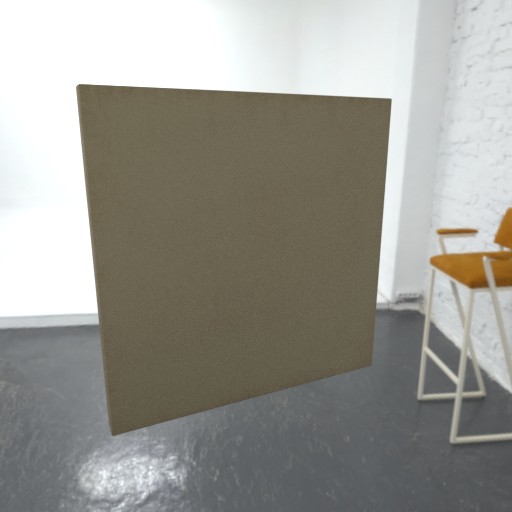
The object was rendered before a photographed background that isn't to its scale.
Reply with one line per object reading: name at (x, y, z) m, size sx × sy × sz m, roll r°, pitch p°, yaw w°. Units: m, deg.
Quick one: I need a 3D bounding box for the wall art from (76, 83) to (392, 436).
wall art at (0.000, 0.000, 0.731) m, size 0.503 × 0.506 × 0.030 m, roll -7°, pitch 17°, yaw -25°
